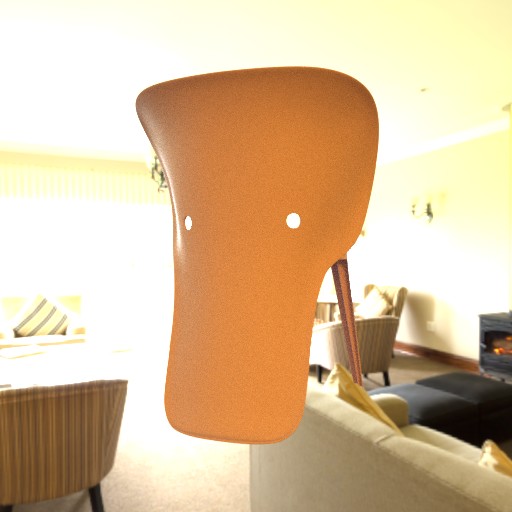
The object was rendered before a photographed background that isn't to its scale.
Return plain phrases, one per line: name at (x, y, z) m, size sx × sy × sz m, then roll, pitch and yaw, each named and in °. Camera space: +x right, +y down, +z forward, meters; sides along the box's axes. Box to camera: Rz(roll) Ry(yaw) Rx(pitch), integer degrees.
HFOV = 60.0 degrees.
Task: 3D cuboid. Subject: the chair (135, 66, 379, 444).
chair at (0.000, 0.000, 0.842) m, size 0.451 × 0.554 × 0.402 m, roll 0°, pitch 0°, yaw 17°
